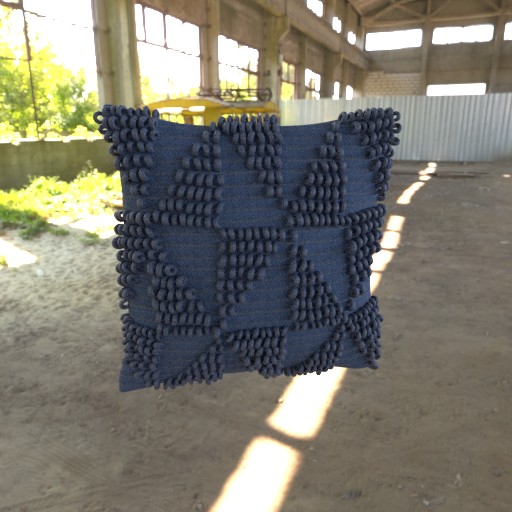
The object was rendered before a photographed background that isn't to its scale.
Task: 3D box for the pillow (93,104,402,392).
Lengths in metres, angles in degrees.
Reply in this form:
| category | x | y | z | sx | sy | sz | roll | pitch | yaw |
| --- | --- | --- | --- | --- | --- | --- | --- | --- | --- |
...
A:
| category | x | y | z | sx | sy | sz | roll | pitch | yaw |
| --- | --- | --- | --- | --- | --- | --- | --- | --- | --- |
| pillow | 0.000 | 0.000 | 0.723 | 0.469 | 0.466 | 0.172 | -3 | 16 | -9 |
